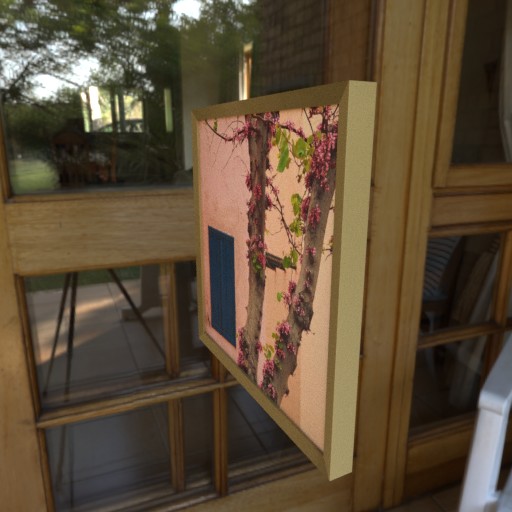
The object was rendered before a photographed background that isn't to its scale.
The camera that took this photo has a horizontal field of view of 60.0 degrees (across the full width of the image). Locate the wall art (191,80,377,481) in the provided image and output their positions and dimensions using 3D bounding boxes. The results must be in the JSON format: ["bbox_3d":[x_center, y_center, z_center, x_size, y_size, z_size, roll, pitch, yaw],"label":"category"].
[{"bbox_3d":[0.000,0.000,0.762,0.038,0.508,0.507,-7,16,-26],"label":"wall art"}]
